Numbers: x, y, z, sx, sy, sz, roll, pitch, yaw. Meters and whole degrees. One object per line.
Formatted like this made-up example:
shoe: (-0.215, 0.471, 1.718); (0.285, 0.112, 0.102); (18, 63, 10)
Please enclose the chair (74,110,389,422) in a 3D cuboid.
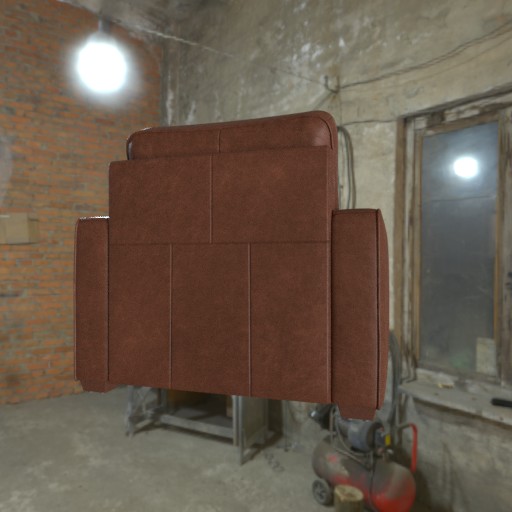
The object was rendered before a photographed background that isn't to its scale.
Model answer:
chair: (0.000, 0.000, 1.767); (1.017, 0.919, 0.940); (0, 0, 17)
